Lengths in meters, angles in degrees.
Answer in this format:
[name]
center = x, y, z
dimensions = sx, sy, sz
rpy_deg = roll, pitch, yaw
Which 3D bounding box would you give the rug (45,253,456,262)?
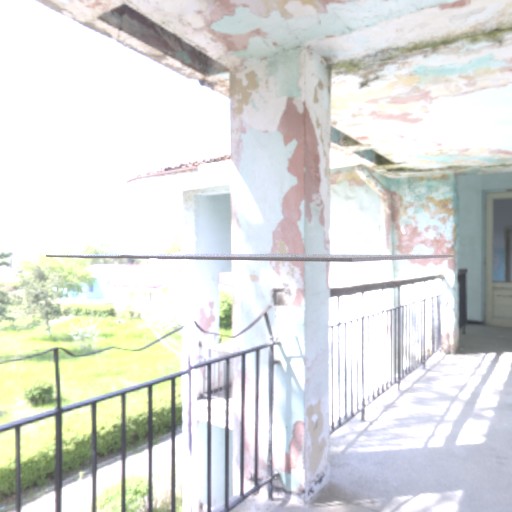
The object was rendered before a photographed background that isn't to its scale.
[rug]
center = 0.000, 0.000, 4.150
dimensions = 3.007, 0.032, 2.434
rpy_deg = 0, 1, 36
